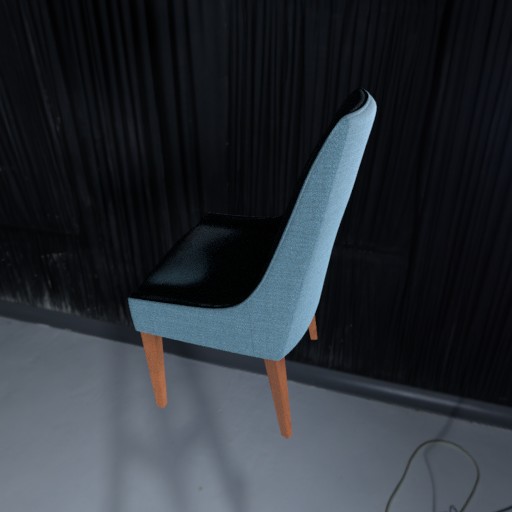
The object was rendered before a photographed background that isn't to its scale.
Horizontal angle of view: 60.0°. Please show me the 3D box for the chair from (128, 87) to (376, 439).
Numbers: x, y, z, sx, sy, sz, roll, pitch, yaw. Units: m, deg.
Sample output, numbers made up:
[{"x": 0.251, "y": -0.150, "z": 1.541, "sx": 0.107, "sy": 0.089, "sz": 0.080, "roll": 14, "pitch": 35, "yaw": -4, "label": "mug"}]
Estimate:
[{"x": 0.000, "y": 0.000, "z": 1.235, "sx": 0.544, "sy": 0.861, "sz": 0.529, "roll": 8, "pitch": 31, "yaw": 14, "label": "chair"}]
